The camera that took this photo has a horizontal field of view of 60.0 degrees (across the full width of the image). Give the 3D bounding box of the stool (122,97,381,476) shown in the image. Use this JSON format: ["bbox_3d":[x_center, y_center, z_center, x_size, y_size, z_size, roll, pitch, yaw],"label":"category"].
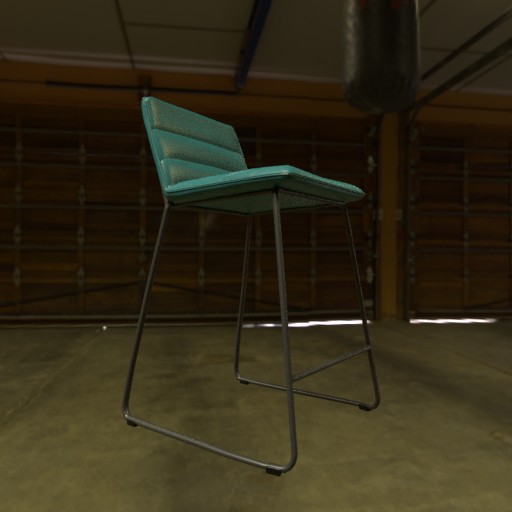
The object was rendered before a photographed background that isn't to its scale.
[{"bbox_3d":[0.000,0.000,1.195,0.524,0.866,0.489,0,0,37],"label":"stool"}]
